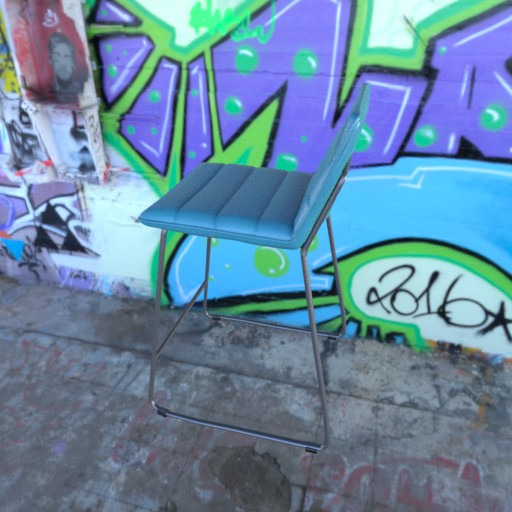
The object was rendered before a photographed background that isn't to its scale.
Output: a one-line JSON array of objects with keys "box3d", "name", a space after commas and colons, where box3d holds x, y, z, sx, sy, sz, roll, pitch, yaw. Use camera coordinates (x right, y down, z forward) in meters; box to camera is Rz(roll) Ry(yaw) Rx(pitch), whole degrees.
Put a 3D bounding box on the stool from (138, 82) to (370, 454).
[{"box3d": [0.000, 0.000, 1.207, 0.524, 0.866, 0.489, 8, 31, 13], "name": "stool"}]
